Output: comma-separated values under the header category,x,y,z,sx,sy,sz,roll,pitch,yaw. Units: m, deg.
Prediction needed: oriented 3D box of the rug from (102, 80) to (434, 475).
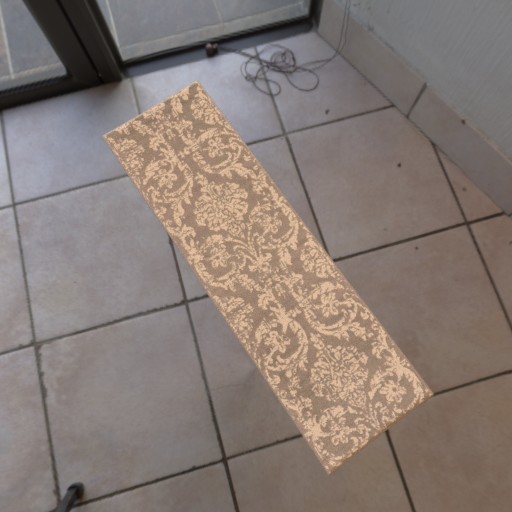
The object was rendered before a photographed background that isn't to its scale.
category,x,y,z,sx,sy,sz,roll,pitch,yaw
rug,0.000,0.000,2.399,0.662,0.011,2.196,-34,78,-8
